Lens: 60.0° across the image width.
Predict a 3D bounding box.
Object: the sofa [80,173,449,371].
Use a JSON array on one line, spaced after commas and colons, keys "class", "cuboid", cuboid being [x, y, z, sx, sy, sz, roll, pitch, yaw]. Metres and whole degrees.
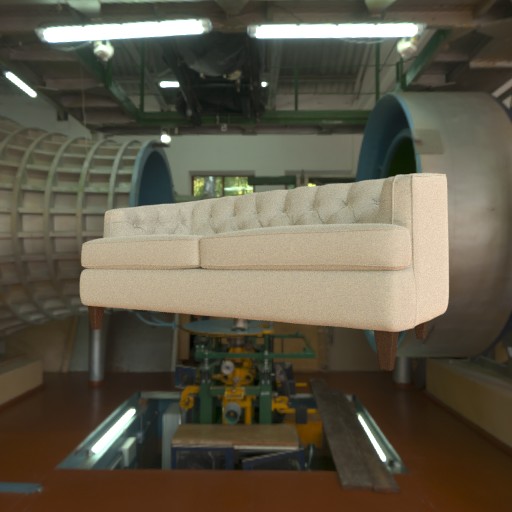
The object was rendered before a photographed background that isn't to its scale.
[{"class": "sofa", "cuboid": [0.000, 0.000, 2.244, 1.733, 0.855, 0.941, -1, -2, 36]}]
